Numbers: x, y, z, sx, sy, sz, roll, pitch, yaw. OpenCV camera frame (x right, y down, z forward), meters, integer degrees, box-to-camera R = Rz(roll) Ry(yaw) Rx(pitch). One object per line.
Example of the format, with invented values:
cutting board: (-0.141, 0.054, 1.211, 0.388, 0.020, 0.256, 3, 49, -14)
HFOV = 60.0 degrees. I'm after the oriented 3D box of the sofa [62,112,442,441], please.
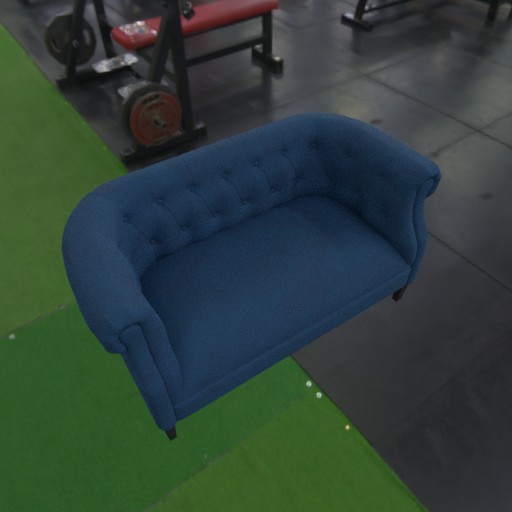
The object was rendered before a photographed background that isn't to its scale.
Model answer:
sofa: (0.000, 0.000, 2.058, 1.558, 0.827, 0.835, -26, 52, -22)
